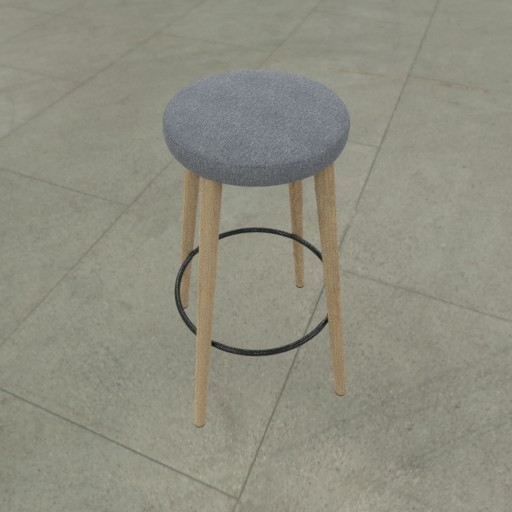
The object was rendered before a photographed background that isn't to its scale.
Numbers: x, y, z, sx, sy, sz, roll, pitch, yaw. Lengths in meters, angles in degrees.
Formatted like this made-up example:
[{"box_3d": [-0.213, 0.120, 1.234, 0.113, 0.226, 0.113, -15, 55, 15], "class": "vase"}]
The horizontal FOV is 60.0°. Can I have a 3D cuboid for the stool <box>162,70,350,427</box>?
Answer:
[{"box_3d": [0.000, 0.000, 1.018, 0.410, 0.770, 0.410, -9, 48, -9], "class": "stool"}]
